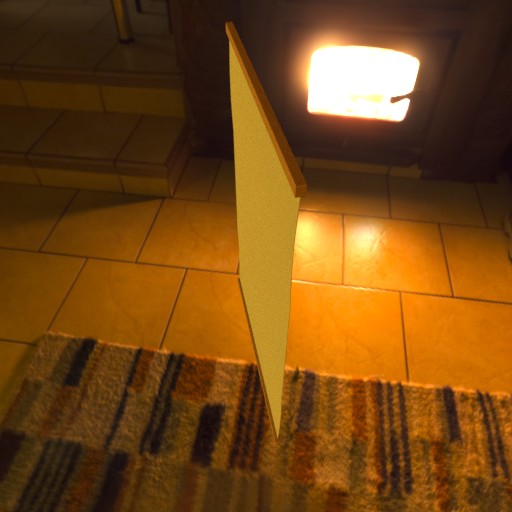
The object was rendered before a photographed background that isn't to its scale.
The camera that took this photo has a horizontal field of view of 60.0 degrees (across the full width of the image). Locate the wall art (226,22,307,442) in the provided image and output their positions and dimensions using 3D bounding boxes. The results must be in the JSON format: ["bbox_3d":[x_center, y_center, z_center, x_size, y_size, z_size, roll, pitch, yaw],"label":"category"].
[{"bbox_3d":[0.000,0.000,1.887,0.025,1.521,1.011,-9,47,-8],"label":"wall art"}]
